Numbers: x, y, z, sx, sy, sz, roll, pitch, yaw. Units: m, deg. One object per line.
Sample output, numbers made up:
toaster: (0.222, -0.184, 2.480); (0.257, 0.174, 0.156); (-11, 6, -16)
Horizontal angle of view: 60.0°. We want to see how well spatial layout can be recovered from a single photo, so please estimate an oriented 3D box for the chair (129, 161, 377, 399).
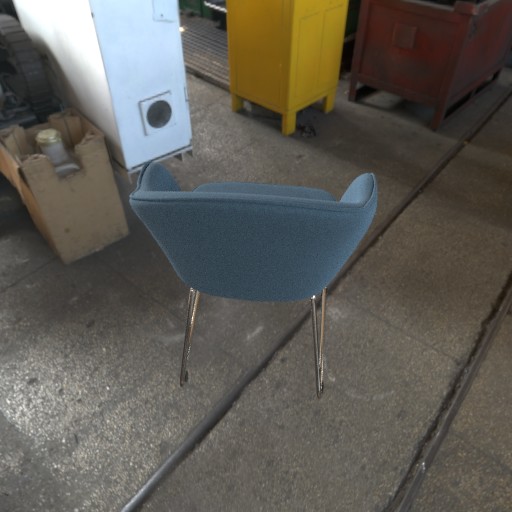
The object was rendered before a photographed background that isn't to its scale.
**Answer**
chair: (0.000, 0.000, 1.203); (0.570, 0.815, 0.585); (4, 45, 4)
